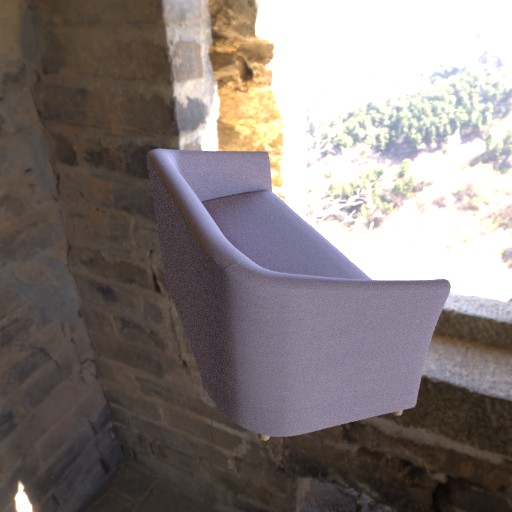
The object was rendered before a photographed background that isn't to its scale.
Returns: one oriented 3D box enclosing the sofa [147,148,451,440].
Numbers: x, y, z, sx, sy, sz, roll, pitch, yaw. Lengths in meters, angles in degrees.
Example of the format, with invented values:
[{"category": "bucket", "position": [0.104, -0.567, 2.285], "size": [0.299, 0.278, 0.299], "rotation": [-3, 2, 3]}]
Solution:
[{"category": "sofa", "position": [0.000, 0.000, 1.890], "size": [0.705, 0.721, 1.452], "rotation": [-11, 31, -18]}]
